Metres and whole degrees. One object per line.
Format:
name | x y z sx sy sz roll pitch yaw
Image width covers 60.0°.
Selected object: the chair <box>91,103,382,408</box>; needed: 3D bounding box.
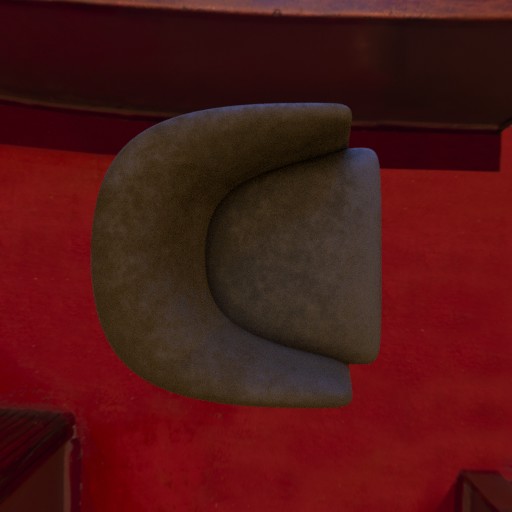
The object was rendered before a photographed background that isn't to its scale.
chair | 0.000 0.000 1.347 0.767 0.698 0.773 0 89 0
